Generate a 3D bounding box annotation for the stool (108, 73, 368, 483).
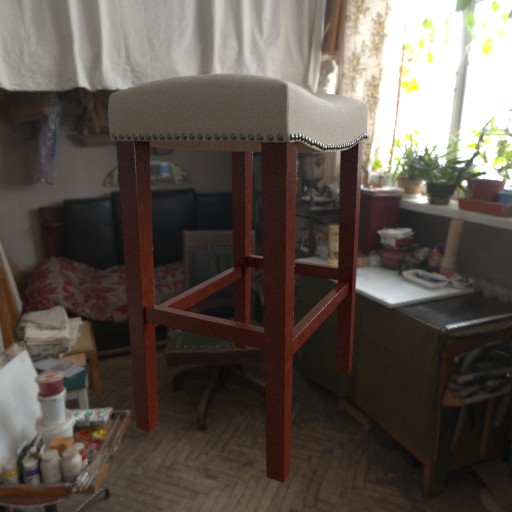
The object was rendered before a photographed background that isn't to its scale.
[{"bbox_3d":[0.000,0.000,1.032,0.372,0.742,0.504,8,17,26],"label":"stool"}]
